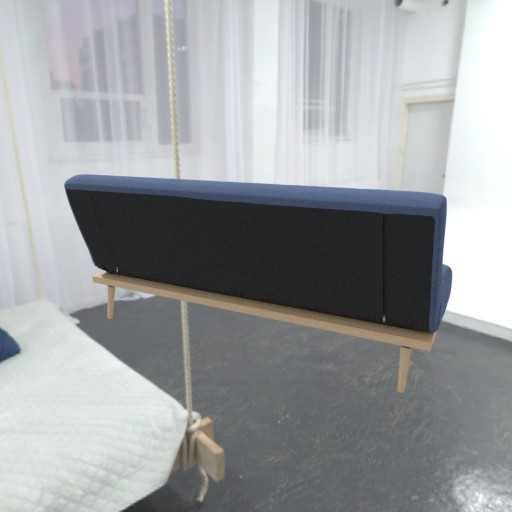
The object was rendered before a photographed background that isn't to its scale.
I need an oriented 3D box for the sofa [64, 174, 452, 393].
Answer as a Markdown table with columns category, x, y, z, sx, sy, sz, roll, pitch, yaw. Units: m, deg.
| category | x | y | z | sx | sy | sz | roll | pitch | yaw |
| --- | --- | --- | --- | --- | --- | --- | --- | --- | --- |
| sofa | 0.000 | 0.000 | 2.238 | 1.800 | 0.800 | 0.796 | 8 | 17 | 27 |
